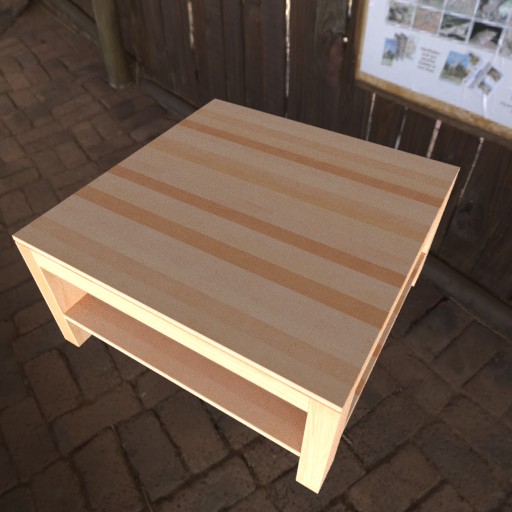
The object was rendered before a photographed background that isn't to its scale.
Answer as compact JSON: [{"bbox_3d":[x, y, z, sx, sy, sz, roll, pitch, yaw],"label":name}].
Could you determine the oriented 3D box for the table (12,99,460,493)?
[{"bbox_3d":[0.000,0.000,1.388,0.900,0.450,0.900,23,49,22],"label":"table"}]
